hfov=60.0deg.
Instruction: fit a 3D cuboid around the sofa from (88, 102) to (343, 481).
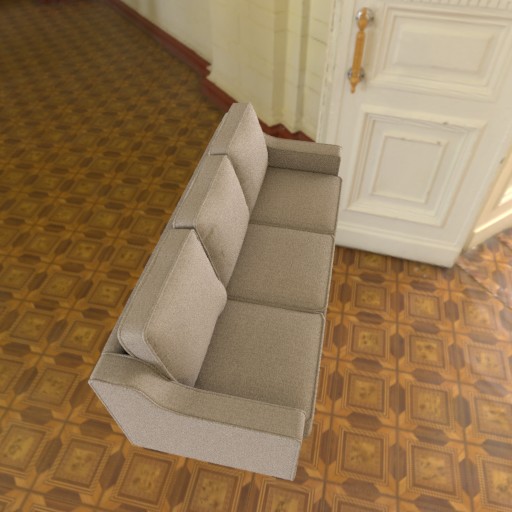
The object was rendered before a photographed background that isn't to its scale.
[{"bbox_3d":[0.000,0.000,2.584,0.899,0.950,2.129,9,47,8],"label":"sofa"}]
